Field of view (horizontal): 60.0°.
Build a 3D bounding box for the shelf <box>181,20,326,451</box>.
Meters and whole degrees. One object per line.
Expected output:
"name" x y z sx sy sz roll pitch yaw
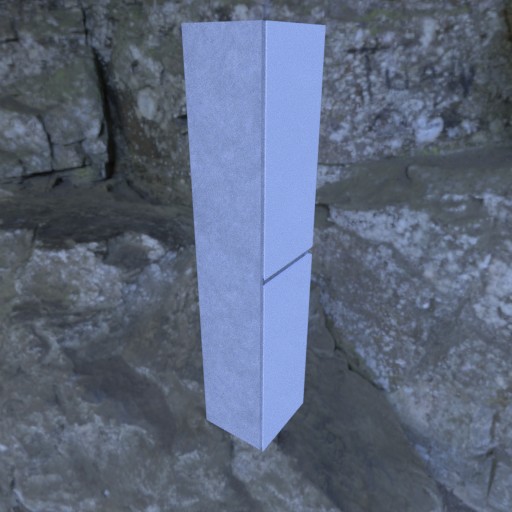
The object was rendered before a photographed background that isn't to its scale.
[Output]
"shelf" 0.000 0.000 1.508 0.270 1.400 0.300 17 30 31
